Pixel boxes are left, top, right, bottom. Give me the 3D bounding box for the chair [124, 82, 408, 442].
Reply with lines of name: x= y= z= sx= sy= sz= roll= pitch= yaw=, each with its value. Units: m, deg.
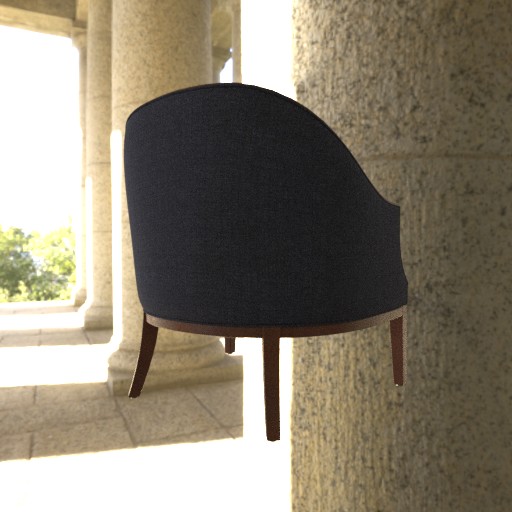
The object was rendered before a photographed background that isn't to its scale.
chair: x=0.000 y=0.000 z=1.447 sx=0.803 sy=0.876 sz=0.735 roll=1 pitch=2 yaw=36
